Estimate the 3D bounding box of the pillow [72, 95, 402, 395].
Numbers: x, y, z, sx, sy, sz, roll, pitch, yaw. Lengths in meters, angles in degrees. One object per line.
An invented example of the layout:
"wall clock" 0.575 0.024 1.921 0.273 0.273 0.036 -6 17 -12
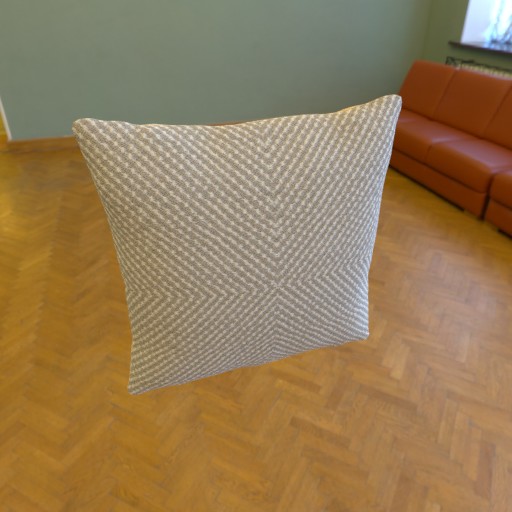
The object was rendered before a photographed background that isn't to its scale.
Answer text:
"pillow" 0.000 0.000 0.700 0.459 0.458 0.181 -10 33 -15
